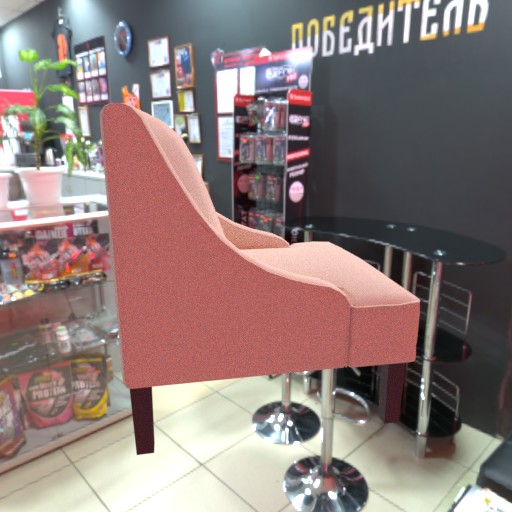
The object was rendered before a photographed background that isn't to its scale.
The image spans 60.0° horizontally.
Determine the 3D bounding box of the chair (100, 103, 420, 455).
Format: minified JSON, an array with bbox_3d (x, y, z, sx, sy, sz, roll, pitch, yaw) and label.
[{"bbox_3d":[0.000,0.000,1.427,0.806,0.886,0.689,-3,15,-10],"label":"chair"}]
